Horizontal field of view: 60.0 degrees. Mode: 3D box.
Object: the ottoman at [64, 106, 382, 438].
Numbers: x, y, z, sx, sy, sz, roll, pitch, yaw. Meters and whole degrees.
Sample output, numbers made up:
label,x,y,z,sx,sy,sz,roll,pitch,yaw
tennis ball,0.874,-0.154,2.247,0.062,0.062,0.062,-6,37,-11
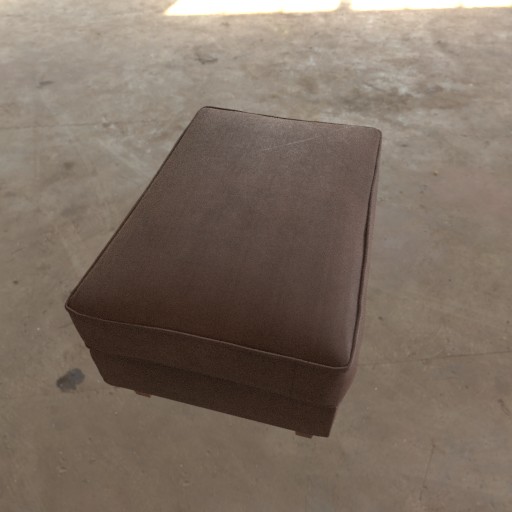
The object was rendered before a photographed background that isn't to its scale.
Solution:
label,x,y,z,sx,sy,sz,roll,pitch,yaw
ottoman,0.000,0.000,1.241,0.596,0.481,0.860,11,48,10
